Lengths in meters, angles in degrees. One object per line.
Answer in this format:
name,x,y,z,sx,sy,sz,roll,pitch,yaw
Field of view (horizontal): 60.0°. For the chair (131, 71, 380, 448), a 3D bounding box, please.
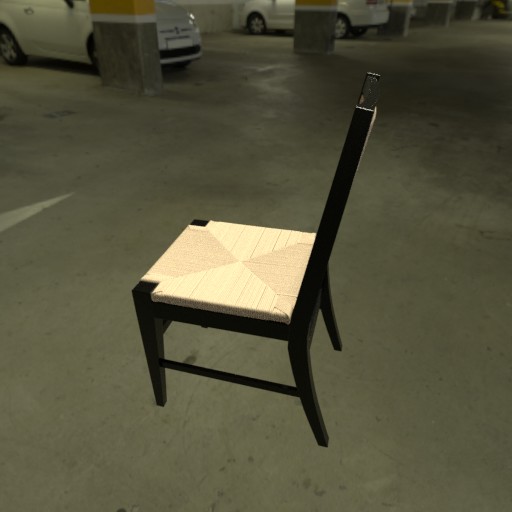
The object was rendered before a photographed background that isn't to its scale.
chair,0.000,0.000,1.244,0.552,0.927,0.437,8,32,13
